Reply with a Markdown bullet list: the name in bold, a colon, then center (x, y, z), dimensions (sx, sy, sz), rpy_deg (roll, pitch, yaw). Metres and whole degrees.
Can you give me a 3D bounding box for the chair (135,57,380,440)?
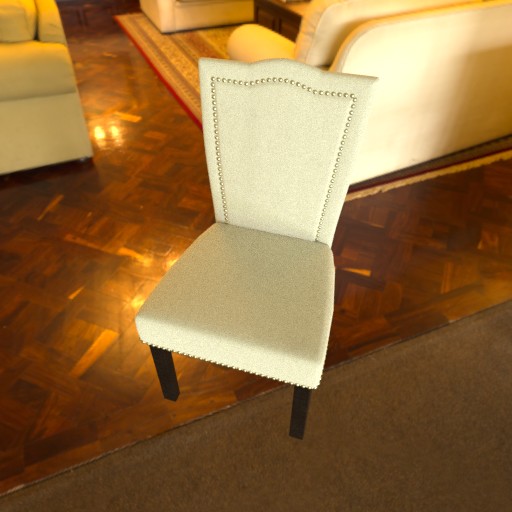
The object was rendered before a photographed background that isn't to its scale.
- **chair**: center (0.000, 0.000, 1.294), dimensions (0.518, 0.946, 0.589), rpy_deg (12, 44, 13)
